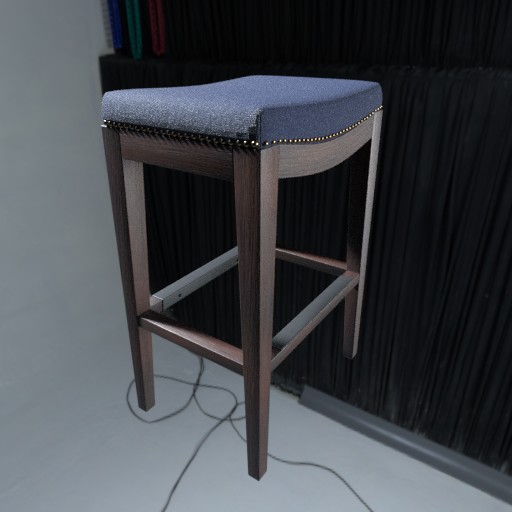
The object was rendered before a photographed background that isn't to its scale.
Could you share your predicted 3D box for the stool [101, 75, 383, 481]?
[{"bbox_3d":[0.000,0.000,1.020,0.358,0.740,0.498,17,31,31],"label":"stool"}]
